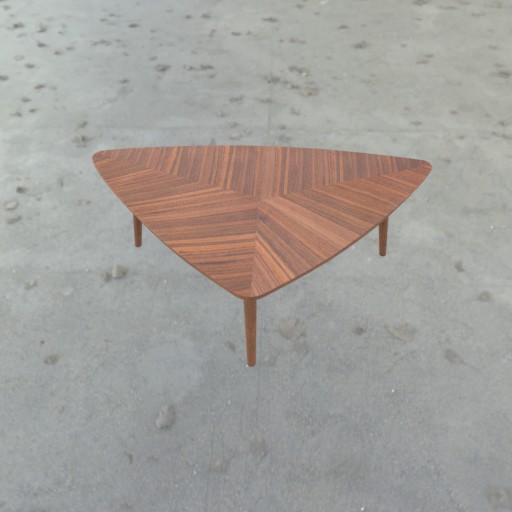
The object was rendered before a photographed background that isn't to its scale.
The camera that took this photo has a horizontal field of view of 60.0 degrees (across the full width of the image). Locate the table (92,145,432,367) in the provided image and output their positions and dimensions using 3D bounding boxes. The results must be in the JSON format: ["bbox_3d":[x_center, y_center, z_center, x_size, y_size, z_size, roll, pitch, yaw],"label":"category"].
[{"bbox_3d":[0.000,0.000,1.292,1.008,0.365,0.601,2,46,2],"label":"table"}]
